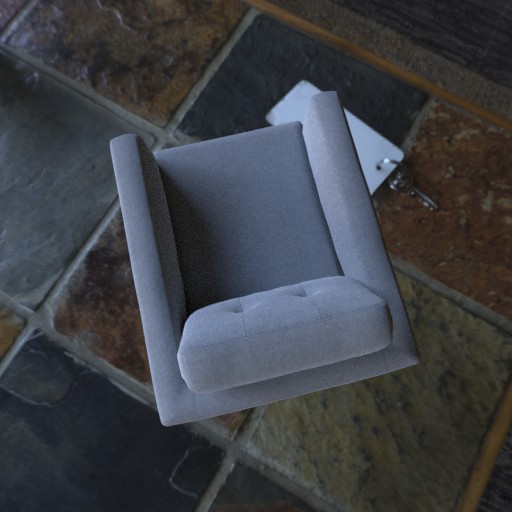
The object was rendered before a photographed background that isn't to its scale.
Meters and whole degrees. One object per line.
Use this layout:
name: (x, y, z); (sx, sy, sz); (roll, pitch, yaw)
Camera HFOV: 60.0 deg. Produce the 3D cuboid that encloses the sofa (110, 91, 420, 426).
sofa: (0.000, 0.000, 1.530); (0.770, 0.860, 0.920); (-13, 77, -3)
